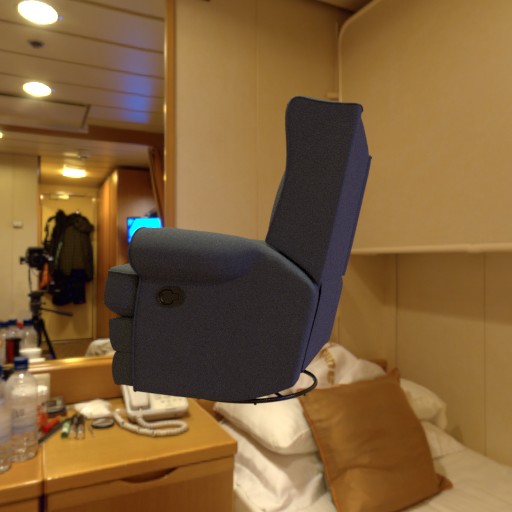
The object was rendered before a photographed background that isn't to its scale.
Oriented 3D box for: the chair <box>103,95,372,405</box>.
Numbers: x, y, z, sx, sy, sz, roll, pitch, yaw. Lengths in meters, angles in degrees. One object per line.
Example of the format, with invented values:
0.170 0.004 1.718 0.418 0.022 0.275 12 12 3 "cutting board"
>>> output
0.000 0.000 1.777 0.877 1.020 0.971 0 -1 17 "chair"
